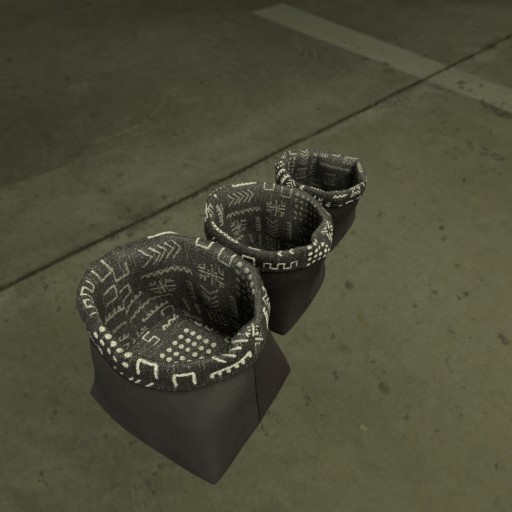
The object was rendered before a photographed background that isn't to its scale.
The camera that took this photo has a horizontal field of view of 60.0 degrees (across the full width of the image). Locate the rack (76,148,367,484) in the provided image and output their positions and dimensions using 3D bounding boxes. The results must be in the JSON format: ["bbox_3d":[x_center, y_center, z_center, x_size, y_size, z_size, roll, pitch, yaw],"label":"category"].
[{"bbox_3d":[0.000,0.000,1.073,0.379,0.323,0.905,24,51,21],"label":"rack"}]
